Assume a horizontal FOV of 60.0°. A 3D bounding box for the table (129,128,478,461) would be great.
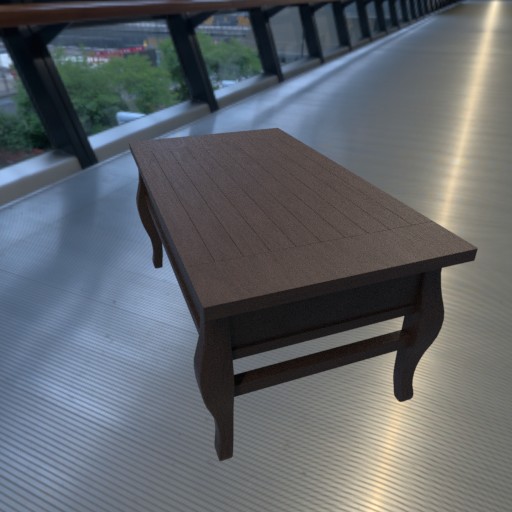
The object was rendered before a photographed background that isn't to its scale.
[{"bbox_3d":[0.000,0.000,1.380,0.600,0.494,1.062,-11,32,-18],"label":"table"}]
